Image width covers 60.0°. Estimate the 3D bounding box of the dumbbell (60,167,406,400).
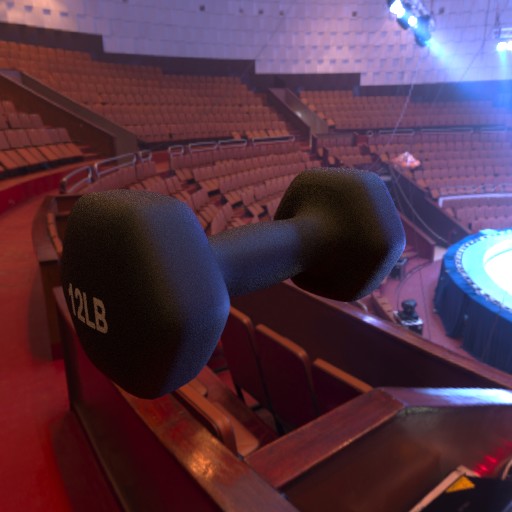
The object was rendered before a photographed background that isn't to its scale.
[{"bbox_3d":[0.000,0.000,0.291,0.231,0.101,0.112,-16,22,-42],"label":"dumbbell"}]
